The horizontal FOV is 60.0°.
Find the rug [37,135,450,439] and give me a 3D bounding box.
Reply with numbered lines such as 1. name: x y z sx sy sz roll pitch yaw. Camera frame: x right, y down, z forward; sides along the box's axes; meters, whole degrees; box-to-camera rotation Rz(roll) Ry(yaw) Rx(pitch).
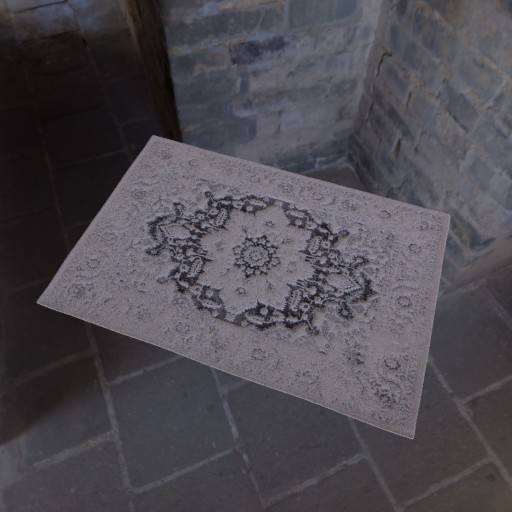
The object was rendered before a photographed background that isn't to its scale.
1. rug: 0.000 0.000 2.272 1.813 0.008 1.223 17 59 10
